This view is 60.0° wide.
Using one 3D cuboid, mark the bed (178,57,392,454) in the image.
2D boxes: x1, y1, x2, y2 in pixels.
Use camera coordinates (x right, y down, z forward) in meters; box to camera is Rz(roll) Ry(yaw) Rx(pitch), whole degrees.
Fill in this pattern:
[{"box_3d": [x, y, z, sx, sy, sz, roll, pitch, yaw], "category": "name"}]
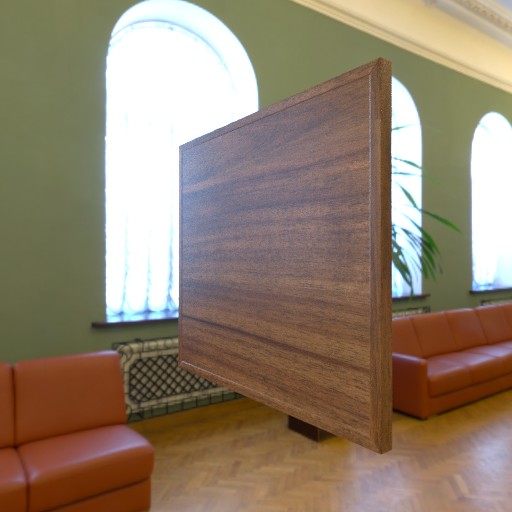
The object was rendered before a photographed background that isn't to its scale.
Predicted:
[{"box_3d": [0.000, 0.000, 1.475, 0.043, 0.940, 1.041, 0, 0, -37], "category": "bed"}]
